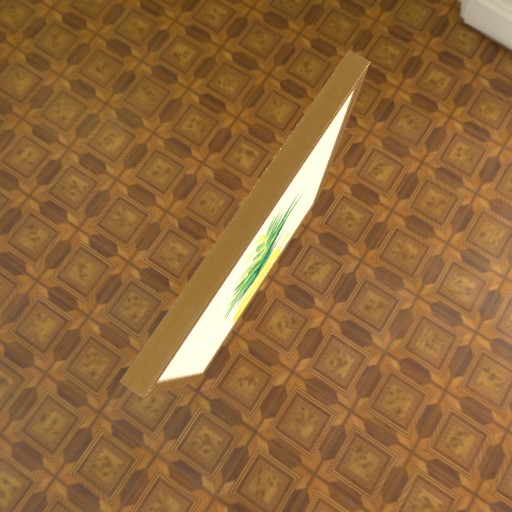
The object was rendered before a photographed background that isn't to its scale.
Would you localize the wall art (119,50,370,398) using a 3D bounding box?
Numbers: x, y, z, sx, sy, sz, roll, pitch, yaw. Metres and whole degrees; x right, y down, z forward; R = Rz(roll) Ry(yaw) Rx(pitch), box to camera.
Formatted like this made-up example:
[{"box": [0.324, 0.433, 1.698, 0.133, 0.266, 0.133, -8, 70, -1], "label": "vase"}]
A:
[{"box": [0.000, 0.000, 0.789, 0.033, 0.509, 0.510, 32, 79, 7], "label": "wall art"}]
